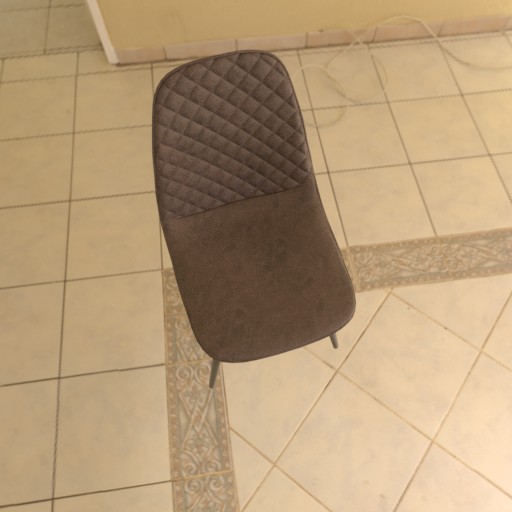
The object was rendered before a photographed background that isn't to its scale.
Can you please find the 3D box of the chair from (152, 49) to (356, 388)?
[{"bbox_3d":[0.000,0.000,1.227,0.472,0.889,0.561,-16,65,-8],"label":"chair"}]
